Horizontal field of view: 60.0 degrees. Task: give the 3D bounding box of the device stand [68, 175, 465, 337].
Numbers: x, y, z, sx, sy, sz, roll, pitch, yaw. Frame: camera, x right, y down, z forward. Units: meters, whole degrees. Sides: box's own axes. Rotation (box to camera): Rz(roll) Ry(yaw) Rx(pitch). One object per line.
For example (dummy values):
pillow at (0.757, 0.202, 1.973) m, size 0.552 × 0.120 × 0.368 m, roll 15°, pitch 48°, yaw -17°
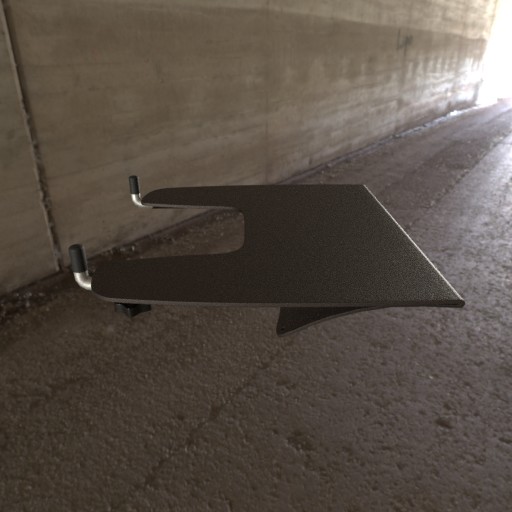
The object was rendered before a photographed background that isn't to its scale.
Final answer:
device stand at (0.000, 0.000, 0.359) m, size 0.230 × 0.092 × 0.230 m, roll -1°, pitch 26°, yaw -1°
